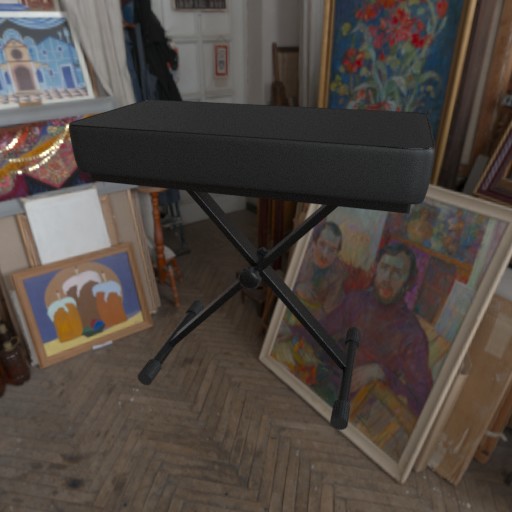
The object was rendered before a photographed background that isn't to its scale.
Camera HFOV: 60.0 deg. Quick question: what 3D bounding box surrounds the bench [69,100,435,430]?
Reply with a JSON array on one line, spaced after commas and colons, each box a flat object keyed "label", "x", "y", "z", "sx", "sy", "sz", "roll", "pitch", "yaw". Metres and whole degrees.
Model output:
[{"label": "bench", "x": 0.000, "y": 0.000, "z": 0.930, "sx": 0.600, "sy": 0.561, "sz": 0.300, "roll": 8, "pitch": 29, "yaw": 15}]
